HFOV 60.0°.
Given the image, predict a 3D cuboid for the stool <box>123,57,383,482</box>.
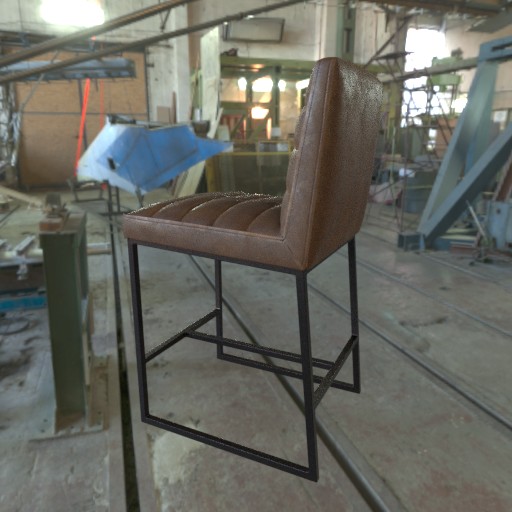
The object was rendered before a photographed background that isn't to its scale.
[{"bbox_3d":[0.000,0.000,1.230,0.562,0.942,0.463,7,17,25],"label":"stool"}]
